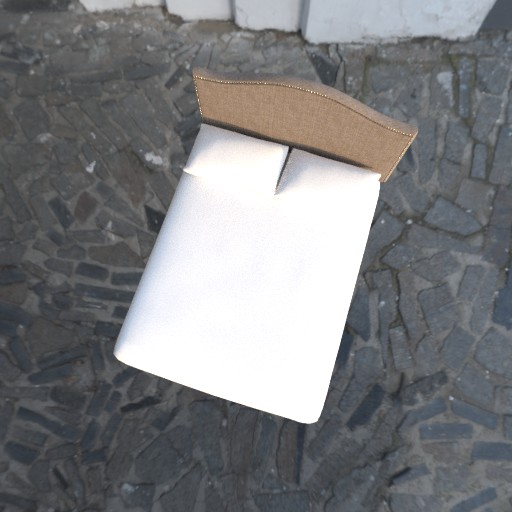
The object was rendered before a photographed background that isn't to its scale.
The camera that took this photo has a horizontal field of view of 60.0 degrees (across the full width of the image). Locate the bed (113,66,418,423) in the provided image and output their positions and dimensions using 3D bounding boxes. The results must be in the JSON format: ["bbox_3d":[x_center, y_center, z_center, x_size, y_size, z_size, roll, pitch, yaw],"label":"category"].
[{"bbox_3d":[0.000,0.000,3.376,1.713,1.518,2.153,17,75,5],"label":"bed"}]
